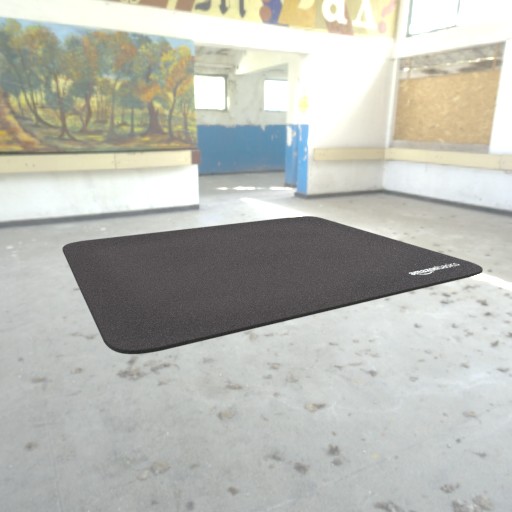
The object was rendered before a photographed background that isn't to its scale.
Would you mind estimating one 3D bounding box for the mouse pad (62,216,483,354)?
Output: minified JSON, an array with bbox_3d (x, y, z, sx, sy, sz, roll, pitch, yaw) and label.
[{"bbox_3d":[0.000,0.000,0.328,0.249,0.002,0.211,-9,19,-27],"label":"mouse pad"}]
